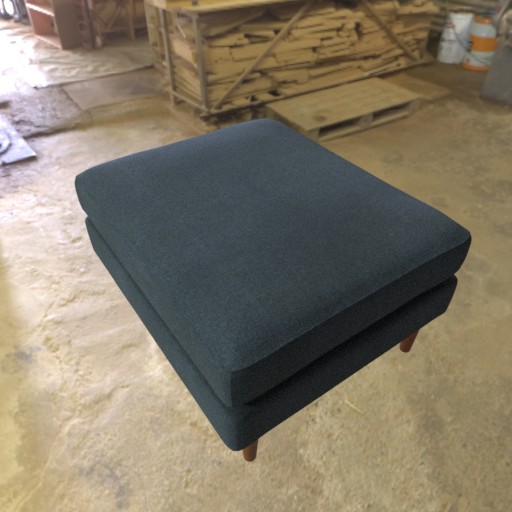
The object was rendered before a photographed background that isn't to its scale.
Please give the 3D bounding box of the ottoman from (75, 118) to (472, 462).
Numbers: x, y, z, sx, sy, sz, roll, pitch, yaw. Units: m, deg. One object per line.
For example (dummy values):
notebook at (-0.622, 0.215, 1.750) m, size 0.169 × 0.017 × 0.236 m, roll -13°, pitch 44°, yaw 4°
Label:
ottoman at (0.000, 0.000, 1.235) m, size 0.693 × 0.474 × 0.821 m, roll -24°, pitch 46°, yaw -26°
